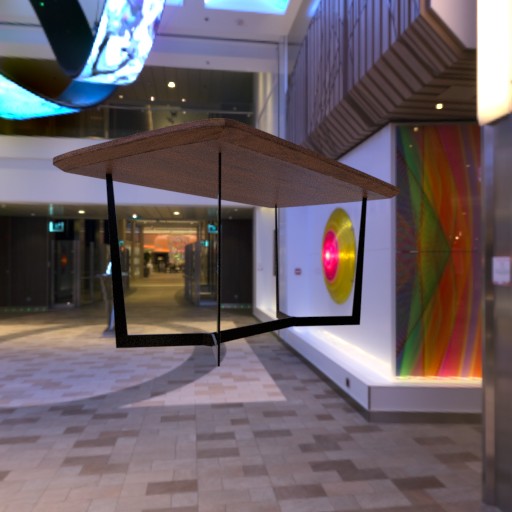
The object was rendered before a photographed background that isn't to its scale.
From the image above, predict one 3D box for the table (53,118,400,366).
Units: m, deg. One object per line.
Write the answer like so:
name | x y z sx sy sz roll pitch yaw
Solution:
table | 0.000 0.000 2.152 0.949 0.765 1.643 0 -1 36
